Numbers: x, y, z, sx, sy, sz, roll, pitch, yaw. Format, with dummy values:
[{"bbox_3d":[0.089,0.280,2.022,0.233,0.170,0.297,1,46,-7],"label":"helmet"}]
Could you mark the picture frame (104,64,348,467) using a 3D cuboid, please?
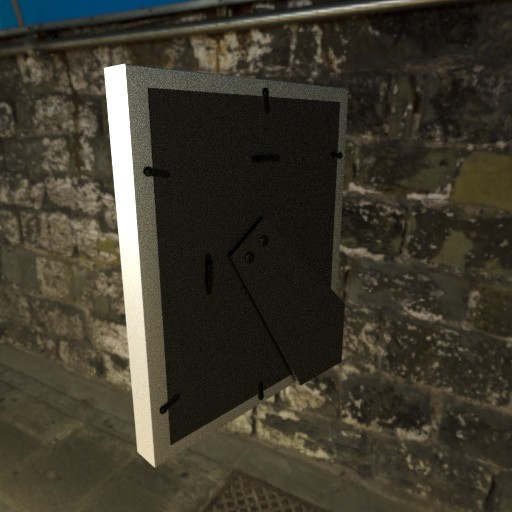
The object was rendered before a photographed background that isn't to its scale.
[{"bbox_3d":[0.000,0.000,0.380,0.036,0.282,0.233,15,22,42],"label":"picture frame"}]
